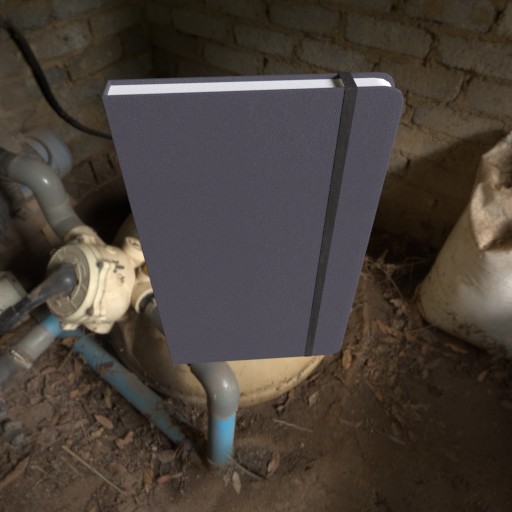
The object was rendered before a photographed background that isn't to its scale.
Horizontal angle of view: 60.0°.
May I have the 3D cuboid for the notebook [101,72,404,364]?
[{"bbox_3d":[0.000,0.000,0.264,0.127,0.213,0.016,-3,46,-3],"label":"notebook"}]
